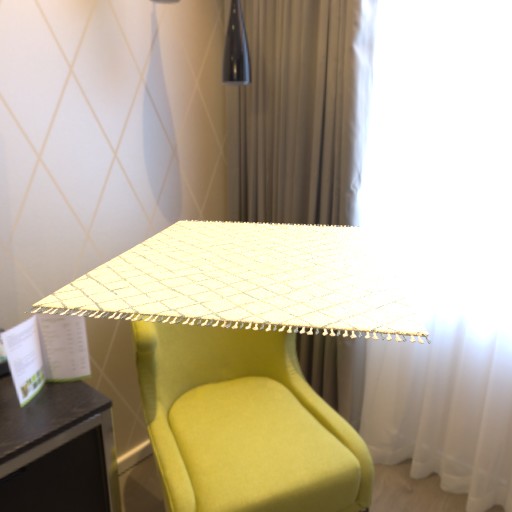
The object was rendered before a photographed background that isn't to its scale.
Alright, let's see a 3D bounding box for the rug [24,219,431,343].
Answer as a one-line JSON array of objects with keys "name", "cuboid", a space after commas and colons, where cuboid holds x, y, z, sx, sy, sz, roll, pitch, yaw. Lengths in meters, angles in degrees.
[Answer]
[{"name": "rug", "cuboid": [0.000, 0.000, 4.722, 2.892, 0.036, 3.585, 3, 16, 10]}]
